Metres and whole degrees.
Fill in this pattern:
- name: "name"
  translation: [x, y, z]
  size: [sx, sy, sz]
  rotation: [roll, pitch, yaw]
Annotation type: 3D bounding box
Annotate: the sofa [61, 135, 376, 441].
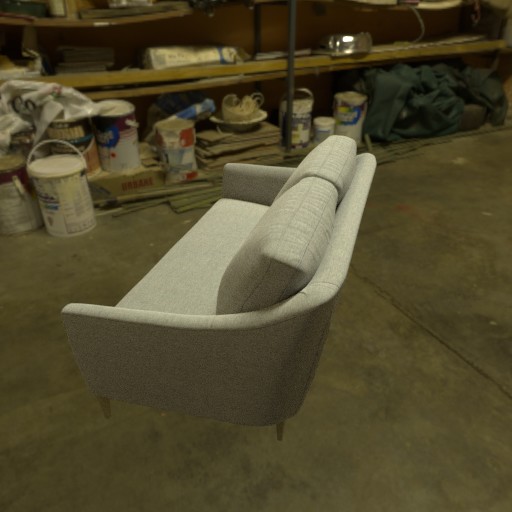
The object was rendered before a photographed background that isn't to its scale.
- name: "sofa"
  translation: [0.000, 0.000, 2.154]
  size: [0.960, 0.904, 1.619]
  rotation: [10, 32, 15]
